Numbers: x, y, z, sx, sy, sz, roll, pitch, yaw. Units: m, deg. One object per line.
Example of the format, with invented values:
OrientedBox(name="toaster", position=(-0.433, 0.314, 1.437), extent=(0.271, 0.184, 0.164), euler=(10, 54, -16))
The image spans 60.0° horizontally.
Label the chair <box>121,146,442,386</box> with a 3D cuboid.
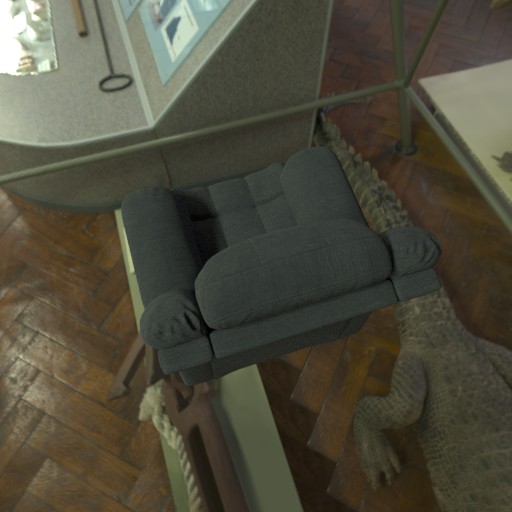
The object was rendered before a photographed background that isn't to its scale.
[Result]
OrientedBox(name="chair", position=(0.000, 0.000, 1.709), extent=(0.899, 1.008, 0.944), euler=(-16, 60, -9))
